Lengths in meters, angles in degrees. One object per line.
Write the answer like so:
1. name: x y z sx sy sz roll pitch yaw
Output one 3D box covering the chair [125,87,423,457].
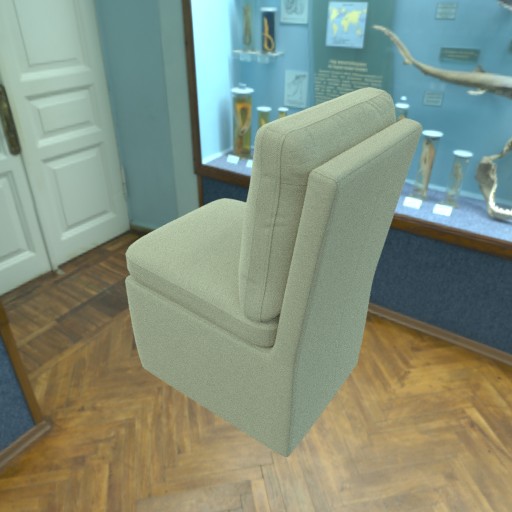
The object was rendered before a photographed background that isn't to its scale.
1. chair: 0.000 0.000 1.314 0.698 0.927 0.503 21 37 30
